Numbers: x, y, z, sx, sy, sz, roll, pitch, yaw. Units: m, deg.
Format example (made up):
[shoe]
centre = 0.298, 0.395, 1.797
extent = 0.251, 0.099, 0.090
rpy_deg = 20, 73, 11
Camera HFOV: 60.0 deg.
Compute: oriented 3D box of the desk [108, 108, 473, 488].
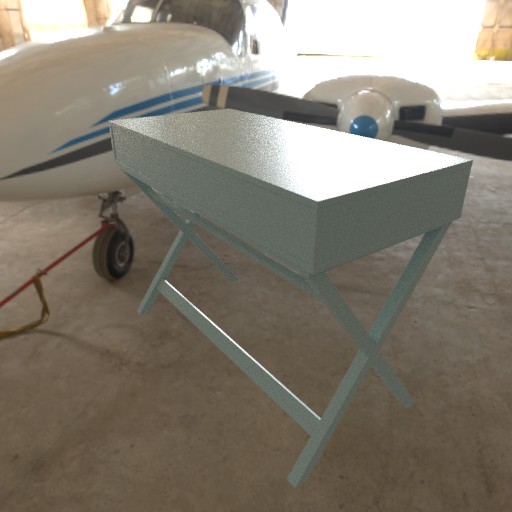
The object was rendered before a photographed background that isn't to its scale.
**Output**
[desk]
centre = 0.000, 0.000, 1.473
extent = 0.509, 0.780, 1.059
rpy_deg = -18, 31, -32
